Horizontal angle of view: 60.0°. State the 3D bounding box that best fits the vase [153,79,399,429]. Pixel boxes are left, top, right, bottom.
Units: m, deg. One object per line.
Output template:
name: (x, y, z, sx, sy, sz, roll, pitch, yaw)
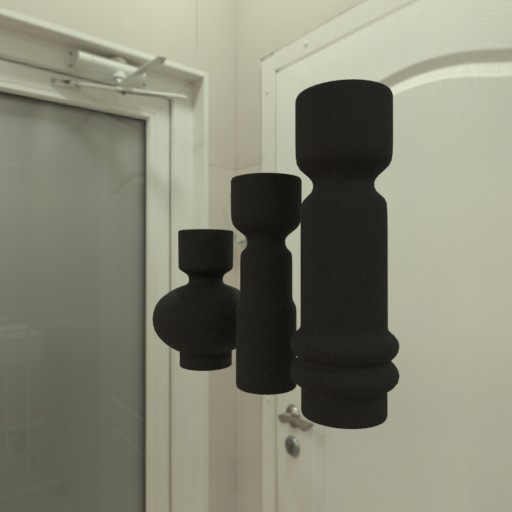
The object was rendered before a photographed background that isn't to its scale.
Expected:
vase: (0.000, 0.000, 0.436, 0.120, 0.249, 0.307, 0, 0, -38)
